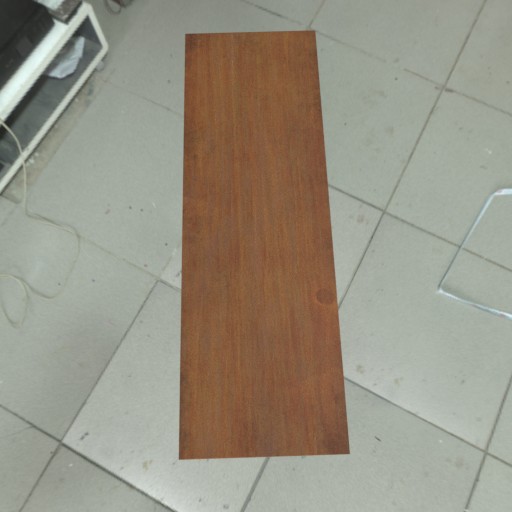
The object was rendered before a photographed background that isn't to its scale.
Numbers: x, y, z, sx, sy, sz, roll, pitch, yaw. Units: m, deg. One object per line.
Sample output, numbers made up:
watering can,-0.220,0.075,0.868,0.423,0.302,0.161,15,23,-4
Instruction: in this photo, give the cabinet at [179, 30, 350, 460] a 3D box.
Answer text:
cabinet,0.000,0.000,1.585,0.403,0.805,1.204,-2,74,0
